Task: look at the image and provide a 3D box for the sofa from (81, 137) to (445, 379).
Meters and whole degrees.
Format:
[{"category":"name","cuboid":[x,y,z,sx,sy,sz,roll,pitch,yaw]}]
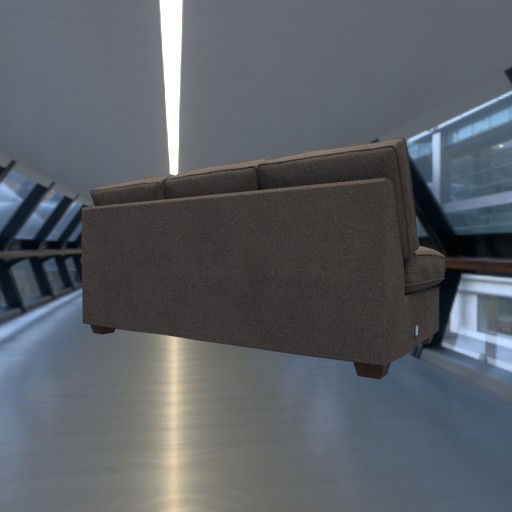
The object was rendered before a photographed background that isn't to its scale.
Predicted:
[{"category":"sofa","cuboid":[0.000,0.000,2.630,1.962,0.973,1.027,0,0,34]}]
